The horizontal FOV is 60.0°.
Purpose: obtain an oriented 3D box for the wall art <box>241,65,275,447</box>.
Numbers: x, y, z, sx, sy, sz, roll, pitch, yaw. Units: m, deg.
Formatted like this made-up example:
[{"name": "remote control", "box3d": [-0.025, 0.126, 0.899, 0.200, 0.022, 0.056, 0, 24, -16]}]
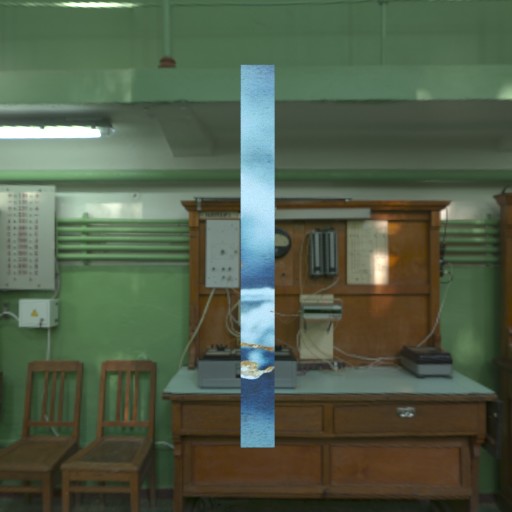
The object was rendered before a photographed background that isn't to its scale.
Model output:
[{"name": "wall art", "box3d": [0.000, 0.000, 0.773, 0.036, 0.405, 0.607, 0, 0, 0]}]
